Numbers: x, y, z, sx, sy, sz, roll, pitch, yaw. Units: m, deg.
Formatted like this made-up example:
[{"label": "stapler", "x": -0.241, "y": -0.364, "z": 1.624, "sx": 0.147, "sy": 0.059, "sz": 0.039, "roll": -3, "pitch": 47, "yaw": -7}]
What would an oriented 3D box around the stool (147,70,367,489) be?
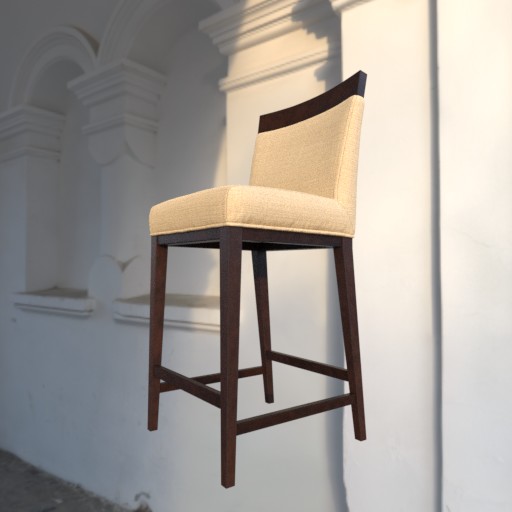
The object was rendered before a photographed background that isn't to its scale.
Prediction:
[{"label": "stool", "x": 0.000, "y": 0.000, "z": 1.403, "sx": 0.531, "sy": 1.117, "sz": 0.511, "roll": 1, "pitch": -2, "yaw": -36}]
